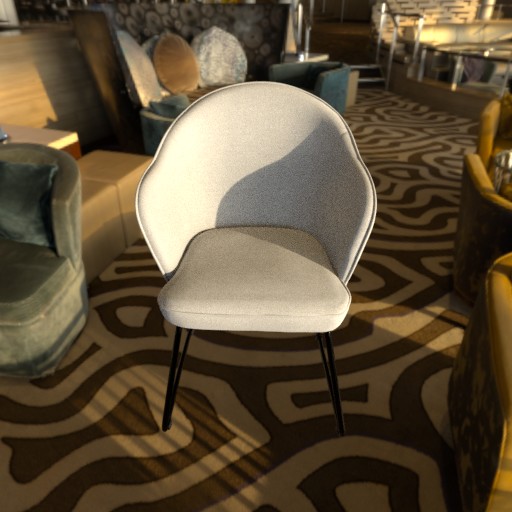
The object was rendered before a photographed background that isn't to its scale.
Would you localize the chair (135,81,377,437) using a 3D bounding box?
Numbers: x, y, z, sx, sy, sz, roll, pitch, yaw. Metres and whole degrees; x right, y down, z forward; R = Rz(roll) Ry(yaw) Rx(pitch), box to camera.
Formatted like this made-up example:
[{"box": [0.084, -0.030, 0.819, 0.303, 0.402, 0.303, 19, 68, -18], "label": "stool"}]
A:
[{"box": [0.000, 0.000, 1.229, 0.570, 0.817, 0.592, 1, 31, 1], "label": "chair"}]
